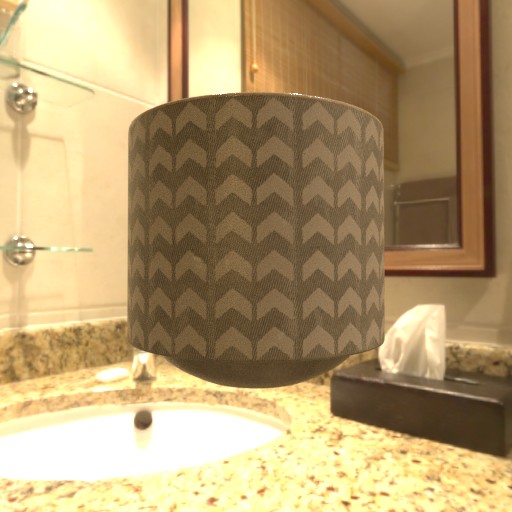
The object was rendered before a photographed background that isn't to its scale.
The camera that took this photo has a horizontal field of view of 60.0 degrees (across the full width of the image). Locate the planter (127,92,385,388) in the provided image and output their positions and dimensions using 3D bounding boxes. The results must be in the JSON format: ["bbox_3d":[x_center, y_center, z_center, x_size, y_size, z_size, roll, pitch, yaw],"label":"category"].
[{"bbox_3d":[0.000,0.000,0.450,0.250,0.239,0.250,0,-1,0],"label":"planter"}]
